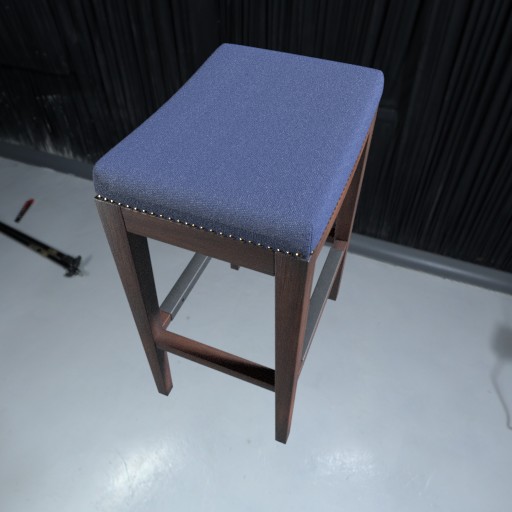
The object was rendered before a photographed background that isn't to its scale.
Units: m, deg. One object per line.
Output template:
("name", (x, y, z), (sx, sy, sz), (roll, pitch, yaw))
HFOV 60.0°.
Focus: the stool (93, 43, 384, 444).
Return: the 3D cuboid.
("stool", (0.000, 0.000, 1.016), (0.358, 0.740, 0.498), (17, 50, 14))
